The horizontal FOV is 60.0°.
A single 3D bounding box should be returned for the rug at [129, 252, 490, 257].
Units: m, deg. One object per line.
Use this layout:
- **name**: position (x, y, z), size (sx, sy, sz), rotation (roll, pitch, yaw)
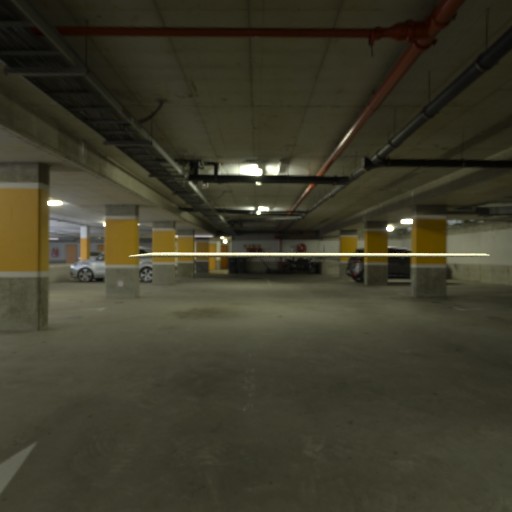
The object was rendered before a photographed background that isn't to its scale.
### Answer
- **rug**: position (0.000, 0.000, 3.457), size (1.819, 0.018, 2.746), rotation (0, 0, -18)
